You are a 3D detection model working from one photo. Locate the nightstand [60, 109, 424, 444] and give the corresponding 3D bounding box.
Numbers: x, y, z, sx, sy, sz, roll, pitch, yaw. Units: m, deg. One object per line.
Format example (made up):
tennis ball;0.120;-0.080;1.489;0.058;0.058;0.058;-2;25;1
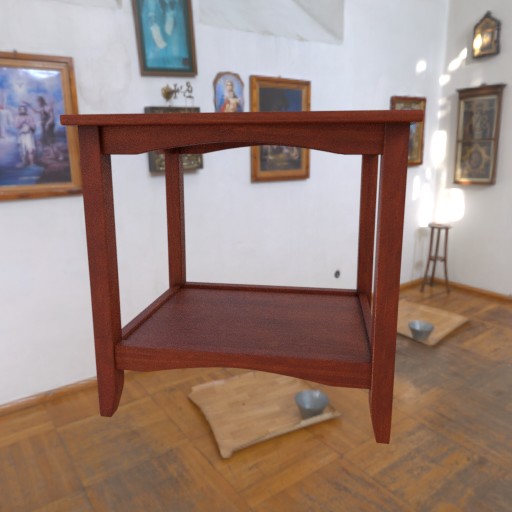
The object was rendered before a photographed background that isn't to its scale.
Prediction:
nightstand;0.000;0.000;0.969;0.558;0.558;0.501;2;13;9
